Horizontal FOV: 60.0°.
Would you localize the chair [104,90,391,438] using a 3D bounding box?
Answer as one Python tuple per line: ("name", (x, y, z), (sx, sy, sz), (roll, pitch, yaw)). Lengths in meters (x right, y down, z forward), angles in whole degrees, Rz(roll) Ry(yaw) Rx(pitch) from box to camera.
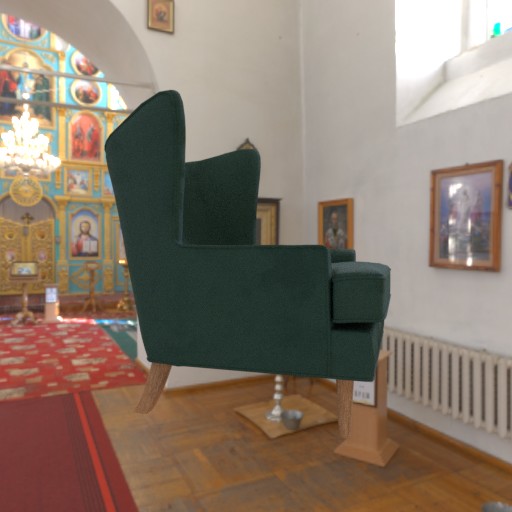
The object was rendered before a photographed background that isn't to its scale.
("chair", (0.000, 0.000, 1.578), (0.910, 0.952, 0.793), (0, 0, 18))
